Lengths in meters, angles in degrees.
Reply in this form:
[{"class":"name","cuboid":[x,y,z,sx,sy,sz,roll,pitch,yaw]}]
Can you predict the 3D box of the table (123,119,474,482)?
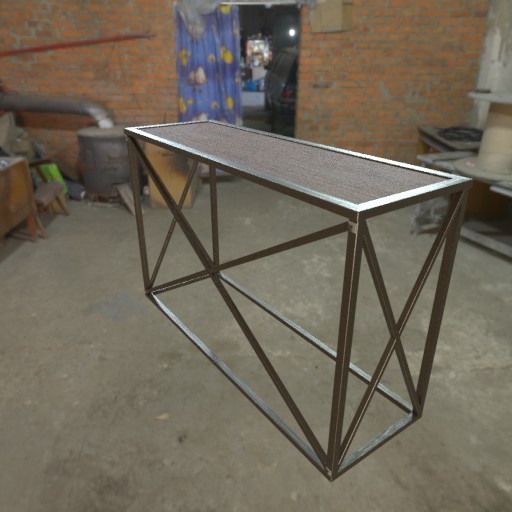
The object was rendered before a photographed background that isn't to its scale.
[{"class":"table","cuboid":[0.000,0.000,1.553,0.402,0.753,1.216,-17,30,-32]}]
